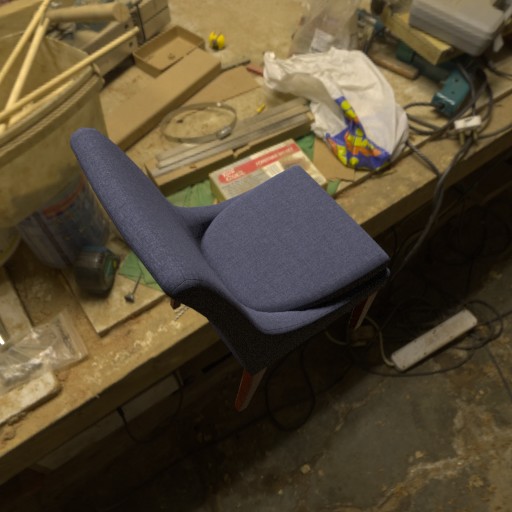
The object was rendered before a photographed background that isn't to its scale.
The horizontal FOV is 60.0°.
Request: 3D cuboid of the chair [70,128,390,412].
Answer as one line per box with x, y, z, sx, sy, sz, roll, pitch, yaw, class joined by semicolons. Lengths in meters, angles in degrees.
0.000;0.000;1.288;0.655;0.952;0.508;-30;63;-17;chair
